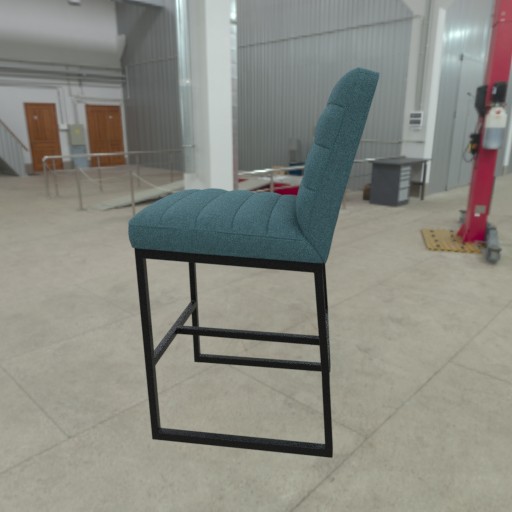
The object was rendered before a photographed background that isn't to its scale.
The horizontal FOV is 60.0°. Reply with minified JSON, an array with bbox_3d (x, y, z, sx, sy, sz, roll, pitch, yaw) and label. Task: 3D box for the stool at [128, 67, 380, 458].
[{"bbox_3d":[0.000,0.000,1.250,0.560,0.940,0.460,2,17,8],"label":"stool"}]
